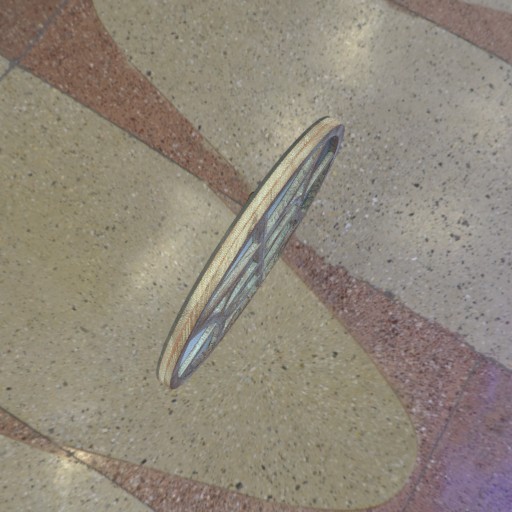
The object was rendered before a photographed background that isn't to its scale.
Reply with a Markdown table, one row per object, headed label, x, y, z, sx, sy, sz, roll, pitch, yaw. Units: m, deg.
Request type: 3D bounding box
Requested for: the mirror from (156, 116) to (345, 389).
| label | x | y | z | sx | sy | sz | roll | pitch | yaw |
| --- | --- | --- | --- | --- | --- | --- | --- | --- | --- |
| mirror | 0.000 | 0.000 | 1.059 | 0.038 | 0.710 | 0.710 | 33 | 79 | 7 |
